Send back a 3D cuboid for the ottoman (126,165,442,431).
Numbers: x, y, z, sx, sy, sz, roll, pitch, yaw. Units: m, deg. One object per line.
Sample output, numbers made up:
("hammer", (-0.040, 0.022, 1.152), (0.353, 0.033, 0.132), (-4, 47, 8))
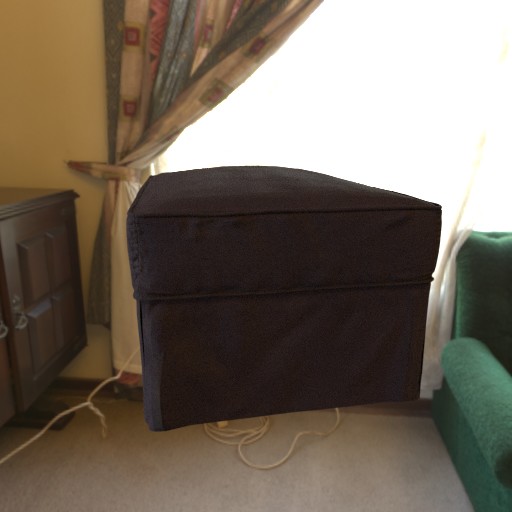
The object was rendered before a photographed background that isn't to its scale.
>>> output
("ottoman", (0.000, 0.000, 1.291), (0.637, 0.503, 0.938), (-3, 15, -10))
